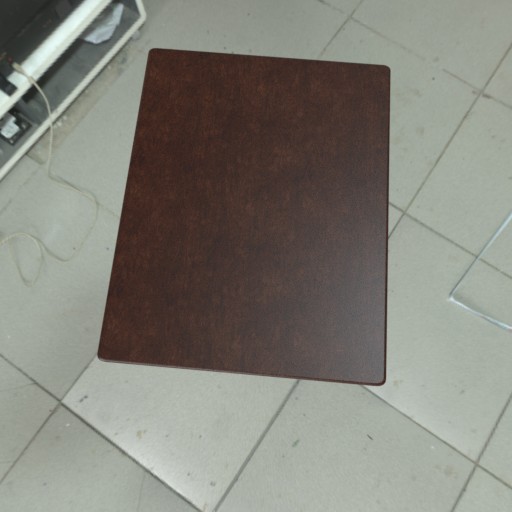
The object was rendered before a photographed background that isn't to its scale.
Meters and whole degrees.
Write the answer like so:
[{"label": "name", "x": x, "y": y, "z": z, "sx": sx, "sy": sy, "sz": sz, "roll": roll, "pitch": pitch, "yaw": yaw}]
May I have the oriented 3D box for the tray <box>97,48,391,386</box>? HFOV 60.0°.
[{"label": "tray", "x": 0.000, "y": 0.000, "z": 0.954, "sx": 0.381, "sy": 0.660, "sz": 0.483, "roll": 5, "pitch": 76, "yaw": 1}]
